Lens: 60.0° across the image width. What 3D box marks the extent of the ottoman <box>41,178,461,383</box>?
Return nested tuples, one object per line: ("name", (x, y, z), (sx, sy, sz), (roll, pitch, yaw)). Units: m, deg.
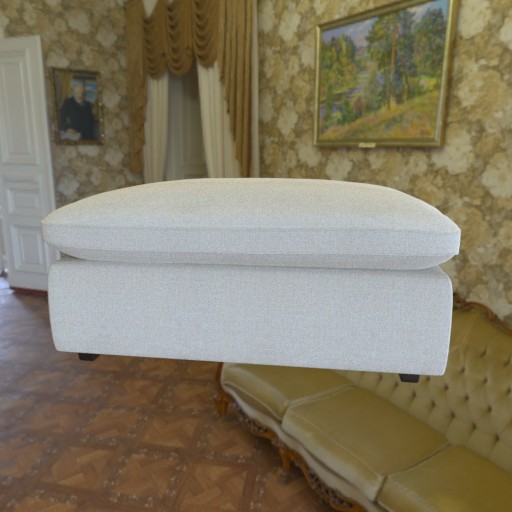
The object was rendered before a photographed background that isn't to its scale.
("ottoman", (0.000, 0.000, 1.326), (0.984, 0.453, 0.686), (2, 13, 8))
